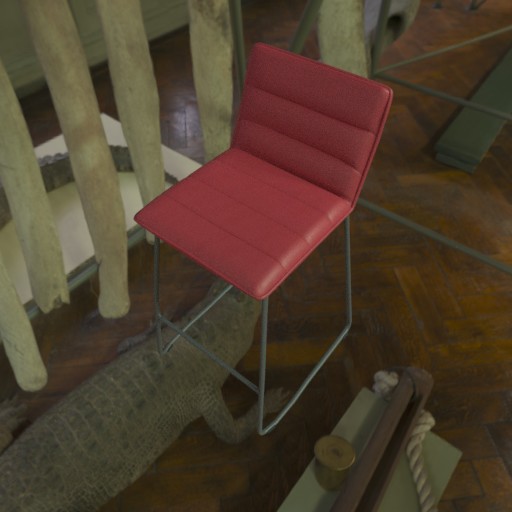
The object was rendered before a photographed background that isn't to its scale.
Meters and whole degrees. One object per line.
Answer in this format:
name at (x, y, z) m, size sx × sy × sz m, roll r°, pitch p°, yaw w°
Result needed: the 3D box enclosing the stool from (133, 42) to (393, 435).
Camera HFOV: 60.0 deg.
stool at (0.000, 0.000, 1.250) m, size 0.489 × 0.937 × 0.524 m, roll 31°, pitch 55°, yaw 24°
